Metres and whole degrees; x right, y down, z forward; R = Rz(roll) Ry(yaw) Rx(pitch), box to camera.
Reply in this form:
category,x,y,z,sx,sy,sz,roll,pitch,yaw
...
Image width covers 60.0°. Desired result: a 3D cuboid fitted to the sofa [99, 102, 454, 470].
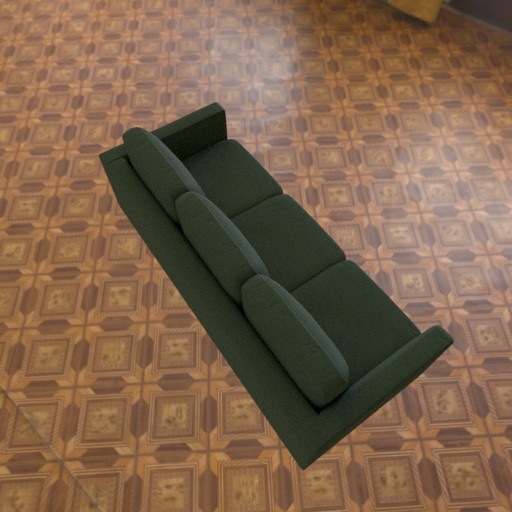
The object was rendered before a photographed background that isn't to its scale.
category,x,y,z,sx,sy,sz,roll,pitch,yaw
sofa,0.000,0.000,2.524,0.879,0.899,2.029,-31,63,-18
